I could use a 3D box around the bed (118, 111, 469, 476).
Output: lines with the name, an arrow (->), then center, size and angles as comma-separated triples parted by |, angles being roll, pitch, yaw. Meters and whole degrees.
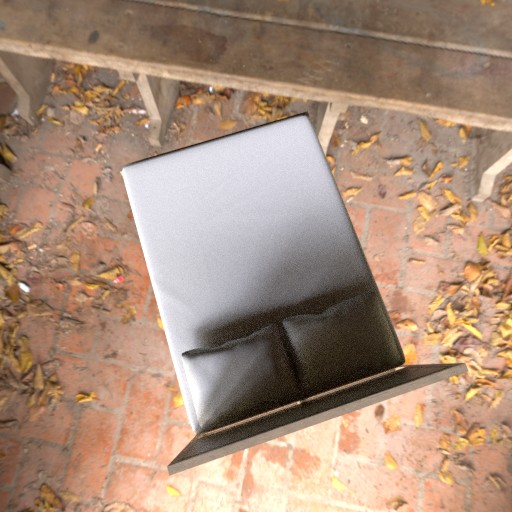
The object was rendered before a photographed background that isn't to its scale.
bed -> 0.000, 0.000, 3.158 | 1.606, 1.369, 2.189 | -17, 76, -4
